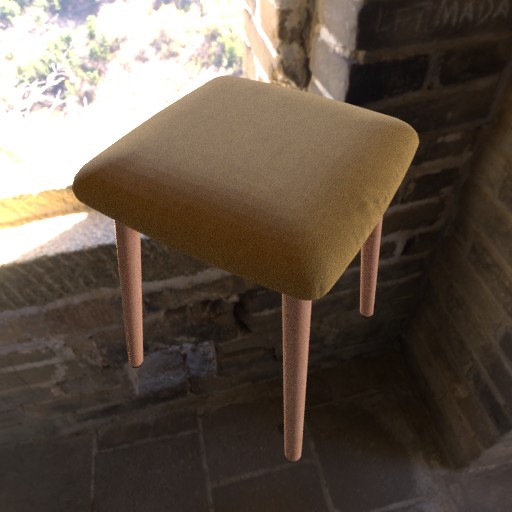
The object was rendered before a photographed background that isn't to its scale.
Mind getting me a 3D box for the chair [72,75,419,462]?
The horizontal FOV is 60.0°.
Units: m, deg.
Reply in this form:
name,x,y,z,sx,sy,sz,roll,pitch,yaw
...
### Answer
name,x,y,z,sx,sy,sz,roll,pitch,yaw
chair,0.000,0.000,0.693,0.350,0.440,0.350,23,50,21
